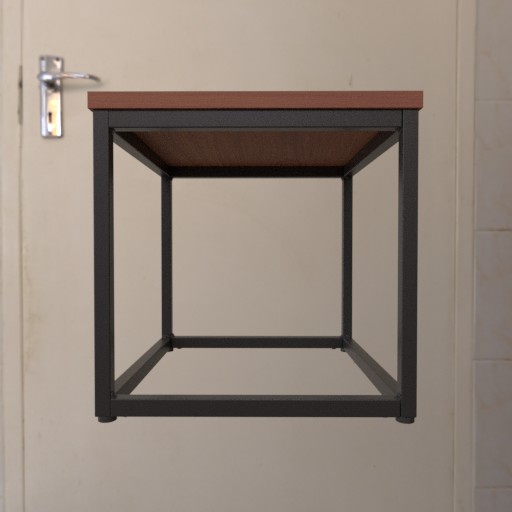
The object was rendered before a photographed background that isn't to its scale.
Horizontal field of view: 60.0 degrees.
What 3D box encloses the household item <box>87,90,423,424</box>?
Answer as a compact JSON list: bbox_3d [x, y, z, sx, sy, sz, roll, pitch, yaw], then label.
[{"bbox_3d":[0.000,0.000,0.731,0.400,0.400,0.400,0,1,0],"label":"household item"}]
